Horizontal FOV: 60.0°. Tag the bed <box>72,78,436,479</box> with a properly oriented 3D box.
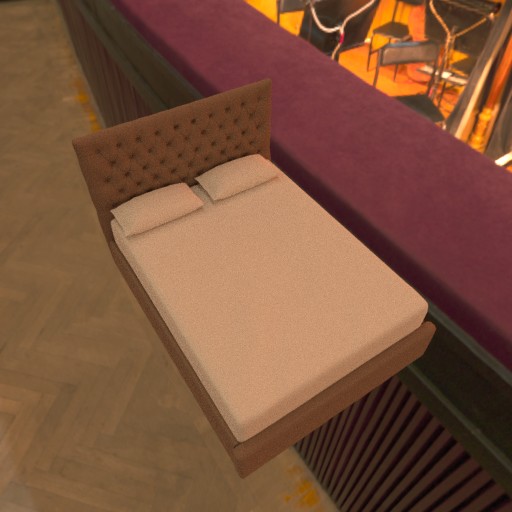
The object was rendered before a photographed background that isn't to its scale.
[{"bbox_3d":[0.000,0.000,3.314,1.696,1.426,2.233,-26,53,-21],"label":"bed"}]
